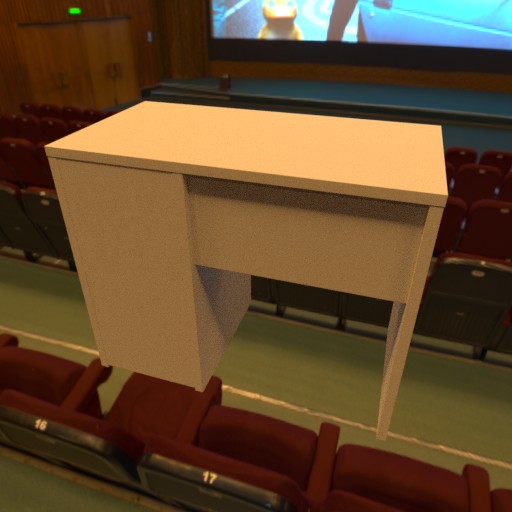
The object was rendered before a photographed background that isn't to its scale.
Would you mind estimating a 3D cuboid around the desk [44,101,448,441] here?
[{"bbox_3d":[0.000,0.000,1.320,0.898,0.730,0.482,10,34,15],"label":"desk"}]
